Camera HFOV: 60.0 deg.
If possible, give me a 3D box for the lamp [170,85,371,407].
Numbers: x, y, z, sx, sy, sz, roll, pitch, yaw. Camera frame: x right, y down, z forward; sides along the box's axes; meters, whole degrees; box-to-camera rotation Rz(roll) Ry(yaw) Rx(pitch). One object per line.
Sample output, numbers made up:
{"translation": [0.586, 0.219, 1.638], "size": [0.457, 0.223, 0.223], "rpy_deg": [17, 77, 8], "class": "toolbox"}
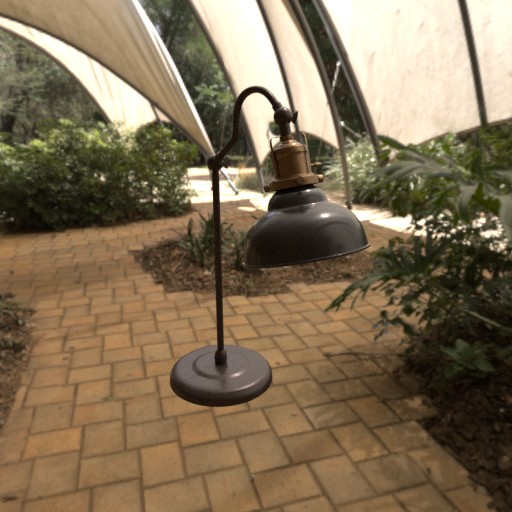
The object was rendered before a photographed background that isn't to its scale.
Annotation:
{"translation": [0.000, 0.000, 0.704], "size": [0.374, 0.508, 0.192], "rpy_deg": [15, 22, 42], "class": "lamp"}
